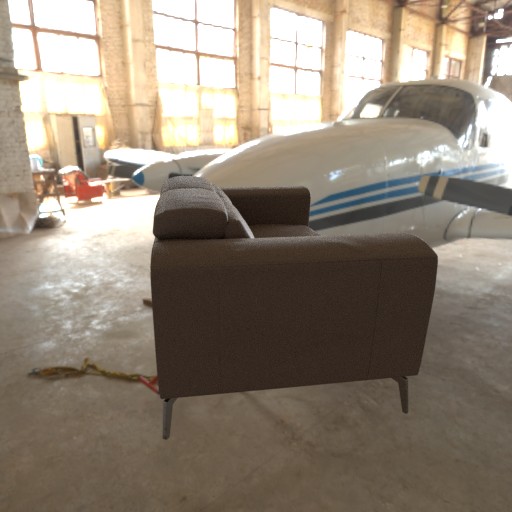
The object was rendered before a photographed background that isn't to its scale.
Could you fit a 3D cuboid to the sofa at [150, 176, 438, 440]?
[{"bbox_3d":[0.000,0.000,2.394,1.003,0.779,1.895,-3,16,-9],"label":"sofa"}]
